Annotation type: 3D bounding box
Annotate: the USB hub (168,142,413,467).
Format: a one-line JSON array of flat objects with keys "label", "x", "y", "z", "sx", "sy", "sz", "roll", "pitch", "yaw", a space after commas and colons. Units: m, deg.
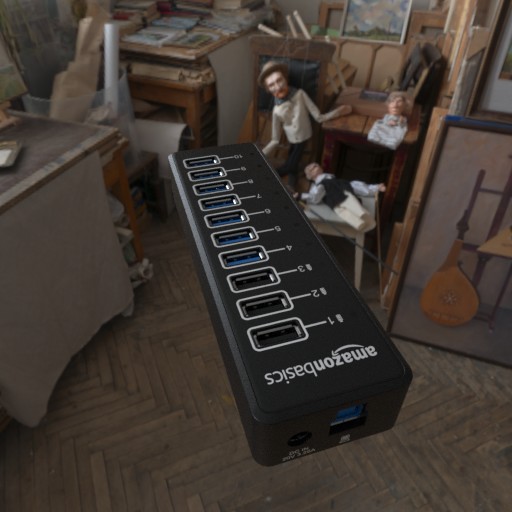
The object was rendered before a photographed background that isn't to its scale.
[{"label": "USB hub", "x": 0.000, "y": 0.000, "z": 0.169, "sx": 0.044, "sy": 0.023, "sz": 0.145, "roll": -11, "pitch": 42, "yaw": -13}]
